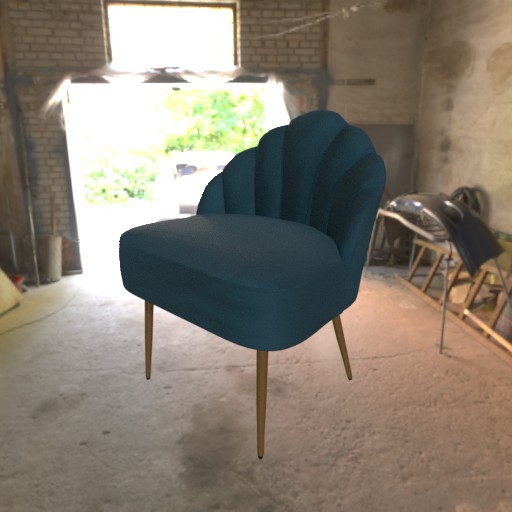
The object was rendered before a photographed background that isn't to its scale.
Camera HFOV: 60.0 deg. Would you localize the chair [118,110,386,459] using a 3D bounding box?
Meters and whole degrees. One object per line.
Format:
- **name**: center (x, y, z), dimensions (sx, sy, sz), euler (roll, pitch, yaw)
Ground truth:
- **chair**: center (0.000, 0.000, 1.287), dimensions (0.657, 0.819, 0.599), euler (15, 22, 43)
